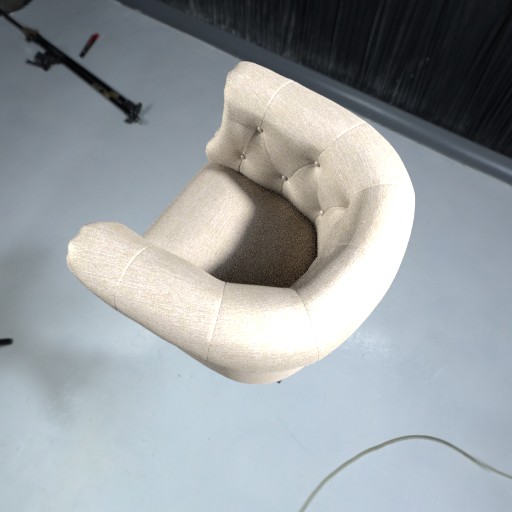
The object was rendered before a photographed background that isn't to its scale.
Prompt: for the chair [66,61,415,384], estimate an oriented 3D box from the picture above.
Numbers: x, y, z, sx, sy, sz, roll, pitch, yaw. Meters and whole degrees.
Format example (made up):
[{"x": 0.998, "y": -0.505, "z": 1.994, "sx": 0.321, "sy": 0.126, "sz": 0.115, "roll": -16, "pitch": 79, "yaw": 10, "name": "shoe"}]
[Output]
[{"x": 0.000, "y": 0.000, "z": 1.556, "sx": 0.852, "sy": 0.827, "sz": 0.905, "roll": 31, "pitch": 68, "yaw": 14, "name": "chair"}]
